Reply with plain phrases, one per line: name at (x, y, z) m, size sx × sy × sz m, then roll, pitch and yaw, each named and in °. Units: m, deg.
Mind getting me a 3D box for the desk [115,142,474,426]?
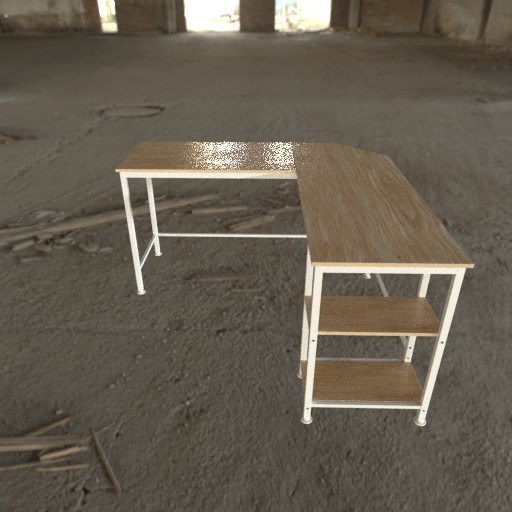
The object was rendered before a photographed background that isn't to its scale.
desk at (0.000, 0.000, 2.163) m, size 1.379 × 0.739 × 1.379 m, roll 1°, pitch 30°, yaw 1°
